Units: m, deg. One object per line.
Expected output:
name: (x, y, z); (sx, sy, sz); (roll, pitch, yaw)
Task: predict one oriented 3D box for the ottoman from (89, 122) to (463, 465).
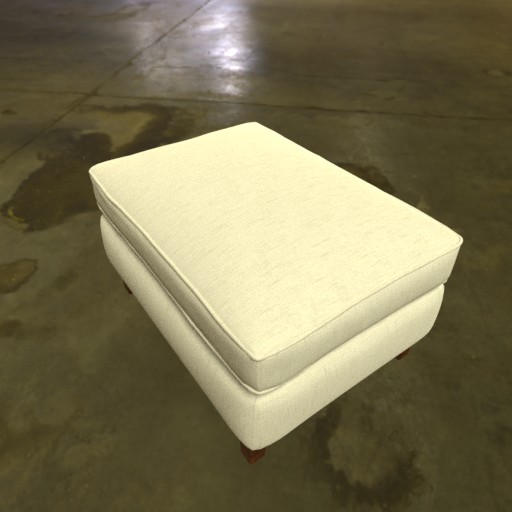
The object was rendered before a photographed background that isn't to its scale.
ottoman: (0.000, 0.000, 0.967); (0.501, 0.406, 0.665); (-24, 45, -27)
